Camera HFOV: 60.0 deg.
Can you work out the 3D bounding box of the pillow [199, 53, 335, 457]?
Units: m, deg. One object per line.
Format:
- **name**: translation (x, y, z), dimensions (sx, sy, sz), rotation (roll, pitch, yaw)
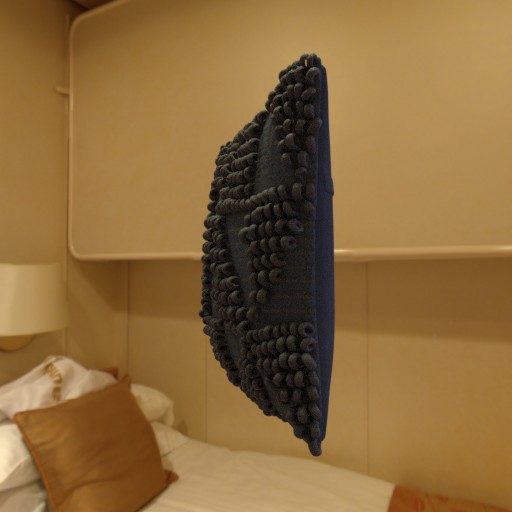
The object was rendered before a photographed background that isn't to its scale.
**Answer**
- **pillow**: translation (0.000, 0.000, 0.718), dimensions (0.172, 0.466, 0.469), rotation (0, -1, -17)
